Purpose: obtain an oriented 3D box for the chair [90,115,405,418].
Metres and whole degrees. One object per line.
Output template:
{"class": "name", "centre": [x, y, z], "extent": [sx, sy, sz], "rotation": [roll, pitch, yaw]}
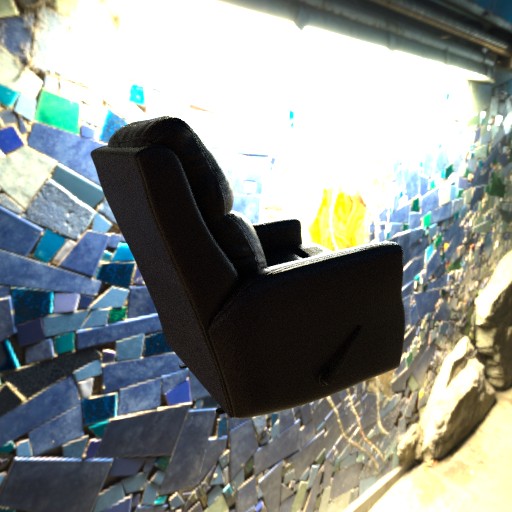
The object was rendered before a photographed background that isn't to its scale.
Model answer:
{"class": "chair", "centre": [0.000, 0.000, 1.768], "extent": [1.080, 1.030, 0.829], "rotation": [-8, 16, -28]}
